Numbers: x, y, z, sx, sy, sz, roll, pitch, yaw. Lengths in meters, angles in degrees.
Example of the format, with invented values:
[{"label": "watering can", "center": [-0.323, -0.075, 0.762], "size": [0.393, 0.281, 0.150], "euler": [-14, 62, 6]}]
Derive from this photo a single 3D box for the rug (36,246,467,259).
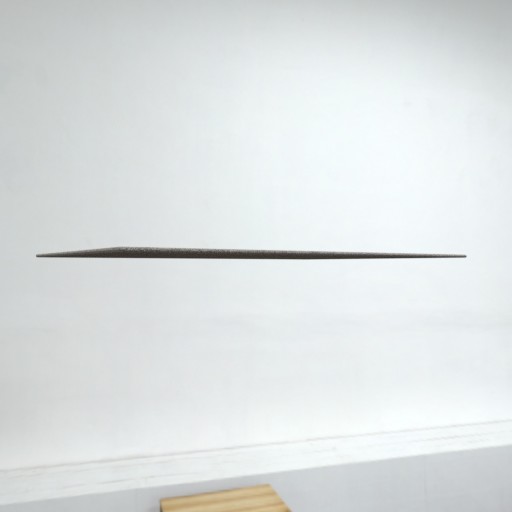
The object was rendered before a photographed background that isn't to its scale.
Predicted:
[{"label": "rug", "center": [0.000, 0.000, 2.256], "size": [1.829, 0.016, 1.219], "euler": [1, -1, -36]}]
